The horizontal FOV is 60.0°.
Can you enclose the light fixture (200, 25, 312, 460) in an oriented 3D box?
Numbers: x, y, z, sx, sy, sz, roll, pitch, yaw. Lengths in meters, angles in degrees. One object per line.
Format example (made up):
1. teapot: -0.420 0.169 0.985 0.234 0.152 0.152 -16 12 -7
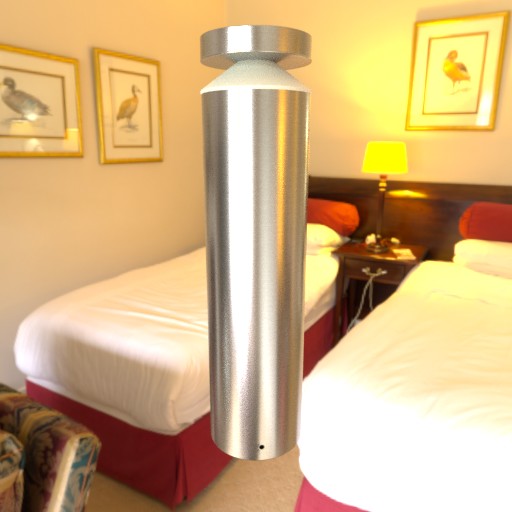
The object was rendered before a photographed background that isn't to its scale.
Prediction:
1. light fixture: 0.000 0.000 0.446 0.102 0.400 0.102 -2 14 -6
